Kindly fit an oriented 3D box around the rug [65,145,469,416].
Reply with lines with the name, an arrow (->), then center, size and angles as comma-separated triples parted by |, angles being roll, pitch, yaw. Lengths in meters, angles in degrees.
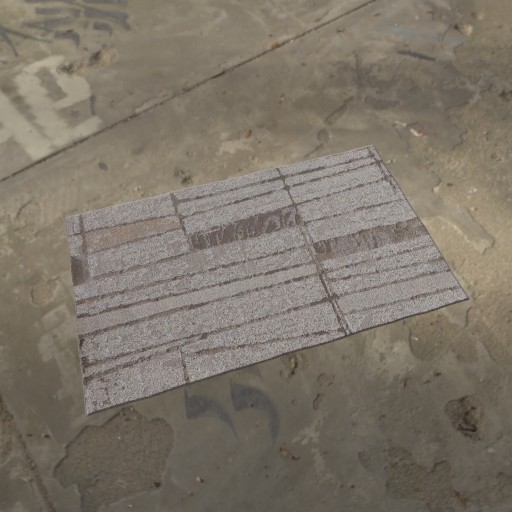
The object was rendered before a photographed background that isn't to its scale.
rug -> 0.000, 0.000, 1.073 | 0.867, 0.007, 0.515 | -15, 60, -9
